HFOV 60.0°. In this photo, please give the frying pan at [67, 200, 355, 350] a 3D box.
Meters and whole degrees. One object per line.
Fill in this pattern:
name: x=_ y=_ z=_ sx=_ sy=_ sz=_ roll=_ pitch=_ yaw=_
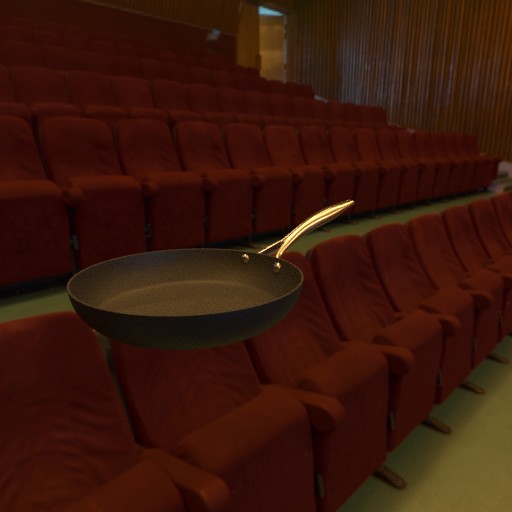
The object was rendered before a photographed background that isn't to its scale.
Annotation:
frying pan: x=0.000 y=0.000 z=0.574 sx=0.255 sy=0.105 sz=0.472 roll=13 pitch=19 yaw=42
